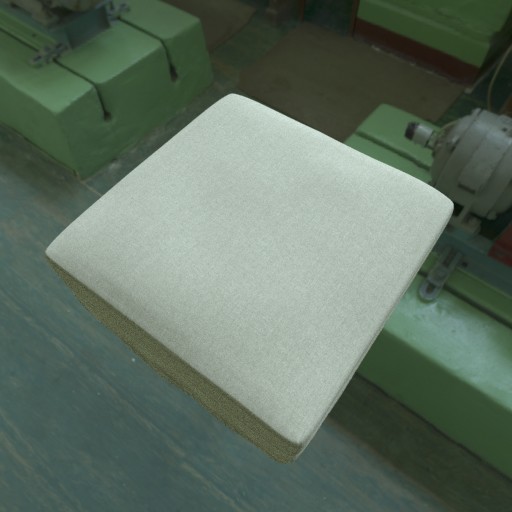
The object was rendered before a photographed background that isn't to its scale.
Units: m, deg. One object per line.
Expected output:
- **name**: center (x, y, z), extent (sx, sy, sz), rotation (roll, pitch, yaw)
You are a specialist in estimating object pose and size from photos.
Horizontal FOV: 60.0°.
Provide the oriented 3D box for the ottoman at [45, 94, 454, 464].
- **ottoman**: center (0.000, 0.000, 1.349), extent (0.843, 0.436, 0.840), rotation (32, 63, 19)
